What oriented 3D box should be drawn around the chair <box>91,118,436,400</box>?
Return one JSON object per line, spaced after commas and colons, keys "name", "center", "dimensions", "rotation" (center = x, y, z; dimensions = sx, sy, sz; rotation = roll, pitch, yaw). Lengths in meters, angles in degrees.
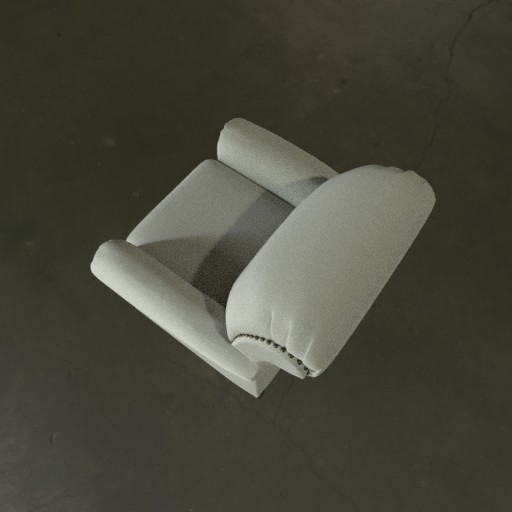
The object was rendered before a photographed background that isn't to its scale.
{"name": "chair", "center": [0.000, 0.000, 1.650], "dimensions": [0.890, 0.927, 0.854], "rotation": [33, 67, 16]}
